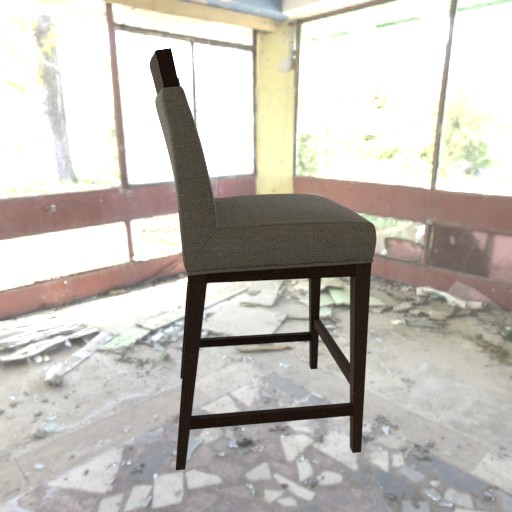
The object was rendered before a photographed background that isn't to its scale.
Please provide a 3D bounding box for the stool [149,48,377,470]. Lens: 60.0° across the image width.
[{"bbox_3d":[0.000,0.000,1.278,0.531,1.009,0.512,-2,16,-8],"label":"stool"}]
